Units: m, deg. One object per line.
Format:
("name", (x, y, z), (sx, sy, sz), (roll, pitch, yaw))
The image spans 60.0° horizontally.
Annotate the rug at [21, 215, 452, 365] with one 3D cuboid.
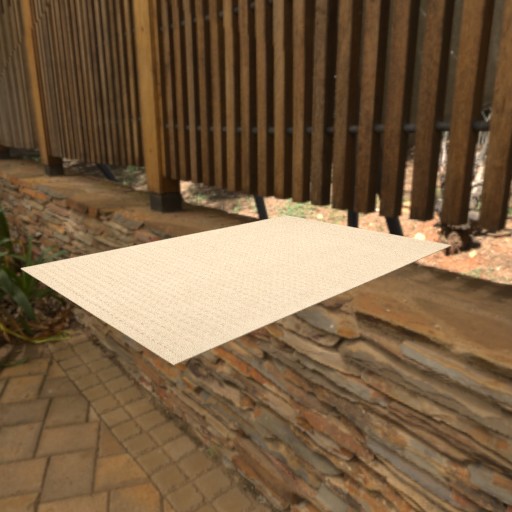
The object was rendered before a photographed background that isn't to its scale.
("rug", (0.000, 0.000, 2.796), (2.289, 0.006, 1.523), (-15, 22, -42))
